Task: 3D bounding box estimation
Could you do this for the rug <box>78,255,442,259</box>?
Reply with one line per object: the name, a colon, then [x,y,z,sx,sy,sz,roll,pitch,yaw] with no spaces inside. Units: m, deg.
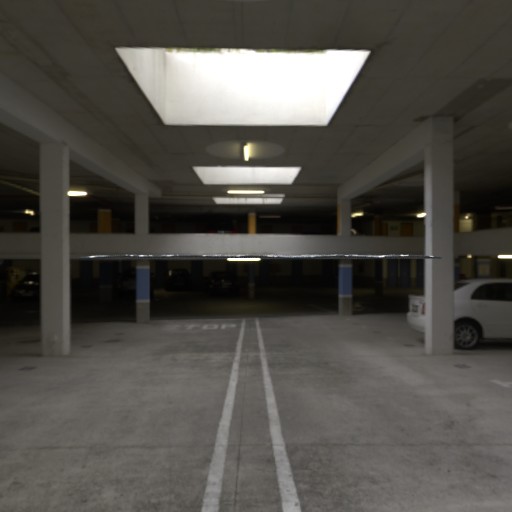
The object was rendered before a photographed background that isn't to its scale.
rug: [0.000,0.000,3.078,1.529,0.017,2.448,0,0,-1]
